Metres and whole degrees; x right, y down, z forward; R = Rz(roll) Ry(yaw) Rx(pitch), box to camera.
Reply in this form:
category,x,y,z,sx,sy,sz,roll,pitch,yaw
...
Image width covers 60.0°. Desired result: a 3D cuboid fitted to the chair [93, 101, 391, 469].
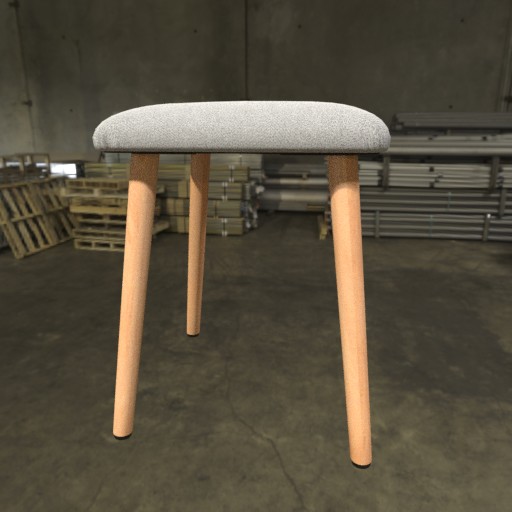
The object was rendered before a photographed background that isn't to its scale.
category,x,y,z,sx,sy,sz,roll,pitch,yaw
chair,0.000,0.000,0.677,0.350,0.440,0.350,3,15,9
